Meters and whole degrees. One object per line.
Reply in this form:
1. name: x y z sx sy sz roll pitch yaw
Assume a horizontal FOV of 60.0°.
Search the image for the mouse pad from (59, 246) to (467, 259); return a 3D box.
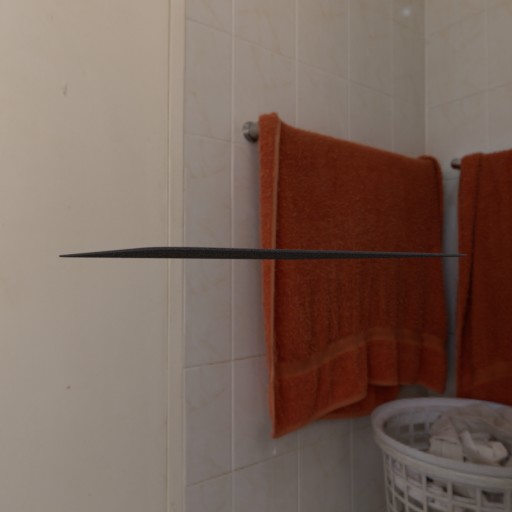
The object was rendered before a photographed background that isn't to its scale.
1. mouse pad: 0.000 0.000 0.433 0.315 0.002 0.269 1 -2 -35
